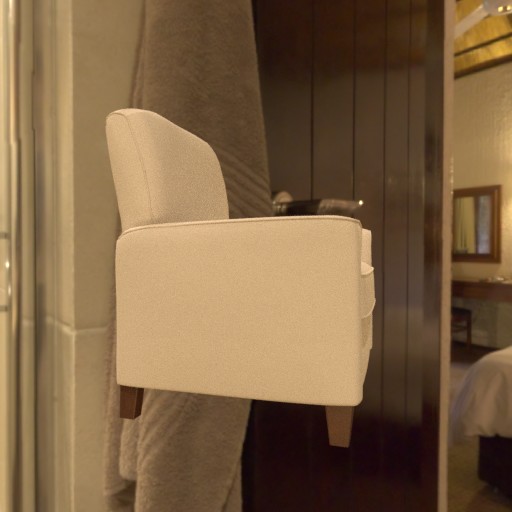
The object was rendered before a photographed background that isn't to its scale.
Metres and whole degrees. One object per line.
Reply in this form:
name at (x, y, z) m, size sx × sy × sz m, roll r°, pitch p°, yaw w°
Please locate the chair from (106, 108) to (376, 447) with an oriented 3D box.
chair at (0.000, 0.000, 1.661) m, size 0.858 × 1.028 × 0.841 m, roll 0°, pitch 1°, yaw 17°
